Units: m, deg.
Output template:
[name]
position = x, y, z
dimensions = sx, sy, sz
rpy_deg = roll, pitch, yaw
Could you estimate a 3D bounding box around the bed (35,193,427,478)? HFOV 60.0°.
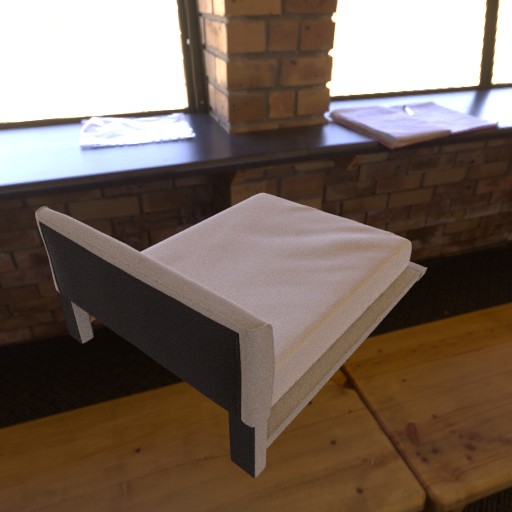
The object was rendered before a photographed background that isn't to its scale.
[bed]
position = 0.000, 0.000, 3.554
dimensions = 1.980, 1.126, 2.498
rpy_deg = 23, 38, 33
